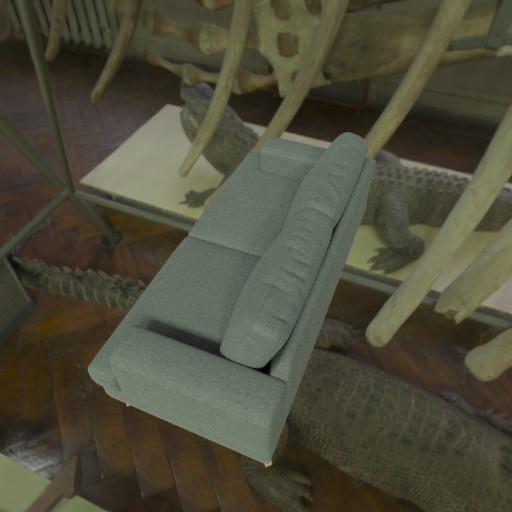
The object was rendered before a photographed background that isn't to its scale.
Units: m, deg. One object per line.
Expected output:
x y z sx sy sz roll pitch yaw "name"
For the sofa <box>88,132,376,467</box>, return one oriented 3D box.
0.000 0.000 2.151 0.785 0.810 1.650 17 49 15 "sofa"
